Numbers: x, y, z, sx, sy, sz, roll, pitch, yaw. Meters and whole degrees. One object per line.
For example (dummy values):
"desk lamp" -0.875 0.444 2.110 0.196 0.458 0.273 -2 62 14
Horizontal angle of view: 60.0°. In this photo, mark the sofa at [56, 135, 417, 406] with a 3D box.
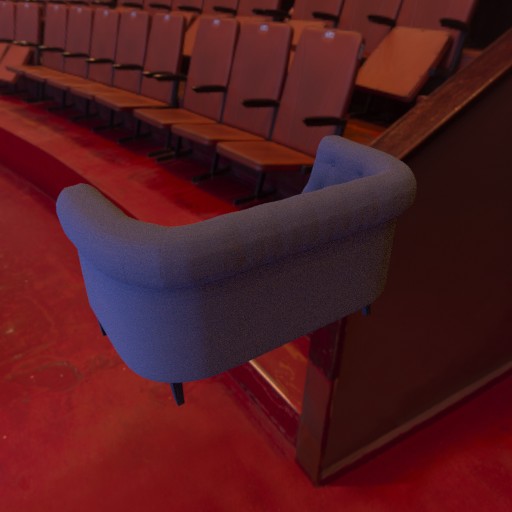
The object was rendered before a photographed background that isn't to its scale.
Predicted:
"sofa" 0.000 0.000 2.094 1.558 0.827 0.835 -18 35 -29
